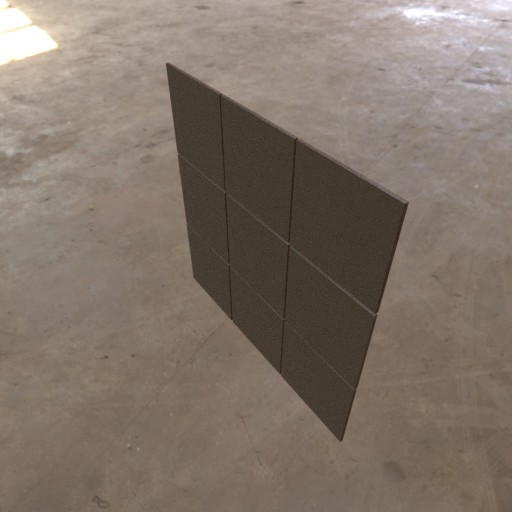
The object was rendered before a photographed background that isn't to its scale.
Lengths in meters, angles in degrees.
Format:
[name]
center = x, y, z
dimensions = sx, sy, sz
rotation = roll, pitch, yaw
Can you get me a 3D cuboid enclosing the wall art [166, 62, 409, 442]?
[wall art]
center = 0.000, 0.000, 1.825
dimensions = 0.013, 1.216, 1.216
rotation = -26, 48, -26
